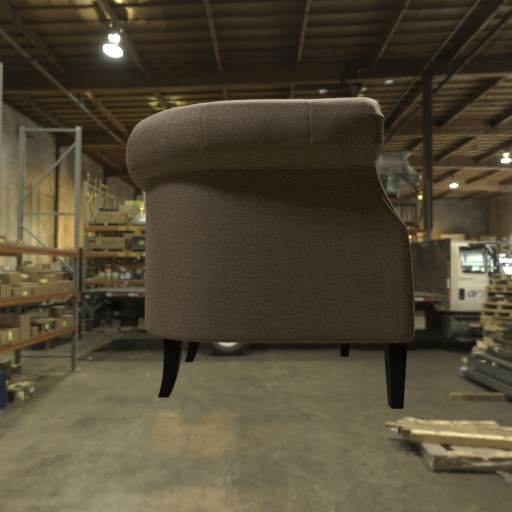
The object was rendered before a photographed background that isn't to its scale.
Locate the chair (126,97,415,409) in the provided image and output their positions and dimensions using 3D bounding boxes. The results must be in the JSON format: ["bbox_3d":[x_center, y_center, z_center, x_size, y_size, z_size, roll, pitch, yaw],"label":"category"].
[{"bbox_3d":[0.000,0.000,1.538,0.852,0.827,0.905,0,-2,0],"label":"chair"}]
